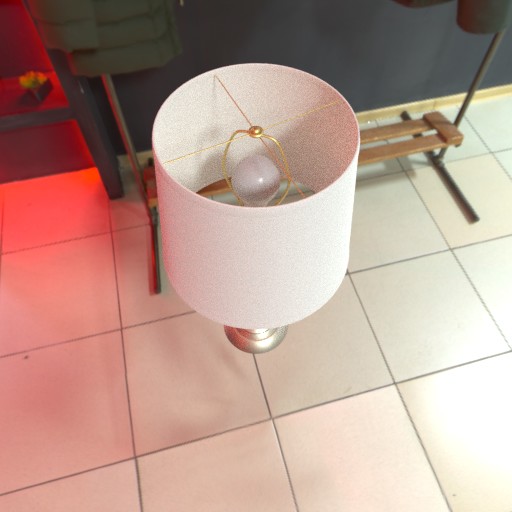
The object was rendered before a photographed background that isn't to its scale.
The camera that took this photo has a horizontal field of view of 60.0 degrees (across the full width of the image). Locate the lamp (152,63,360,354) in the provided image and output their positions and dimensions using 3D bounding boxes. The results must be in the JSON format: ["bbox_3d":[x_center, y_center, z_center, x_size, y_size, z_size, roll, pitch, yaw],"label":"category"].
[{"bbox_3d":[0.000,0.000,0.824,0.328,0.619,0.328,0,58,0],"label":"lamp"}]
